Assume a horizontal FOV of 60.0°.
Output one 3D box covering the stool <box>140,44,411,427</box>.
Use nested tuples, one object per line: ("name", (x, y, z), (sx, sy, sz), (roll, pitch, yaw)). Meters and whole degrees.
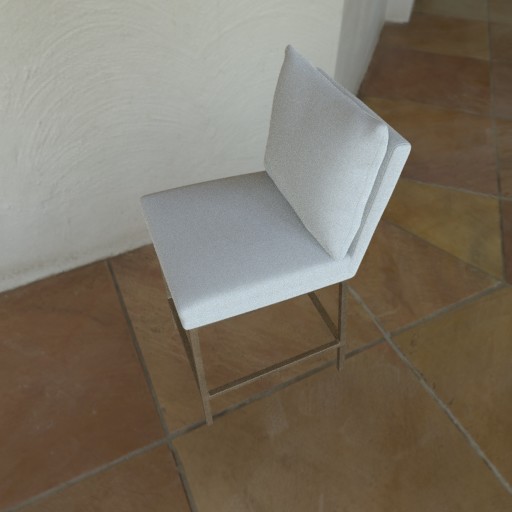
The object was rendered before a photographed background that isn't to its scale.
("stool", (0.000, 0.000, 1.341), (0.572, 1.032, 0.463), (-17, 49, -15))
